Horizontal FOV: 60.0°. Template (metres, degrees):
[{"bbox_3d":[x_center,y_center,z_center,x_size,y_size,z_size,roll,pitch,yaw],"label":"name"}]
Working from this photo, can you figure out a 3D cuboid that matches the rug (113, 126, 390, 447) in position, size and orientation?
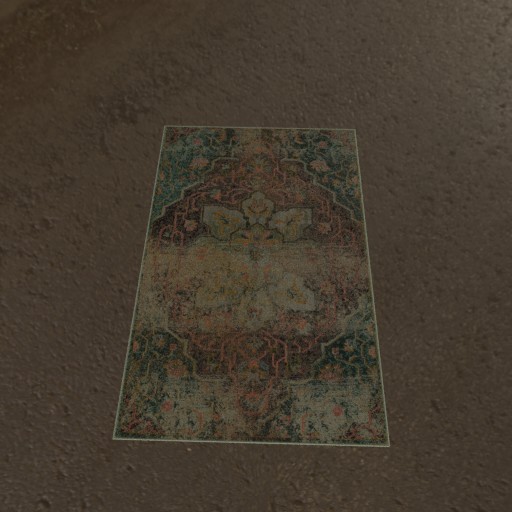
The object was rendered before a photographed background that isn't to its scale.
[{"bbox_3d":[0.000,0.000,2.990,1.566,0.004,2.363,2,62,1],"label":"rug"}]
